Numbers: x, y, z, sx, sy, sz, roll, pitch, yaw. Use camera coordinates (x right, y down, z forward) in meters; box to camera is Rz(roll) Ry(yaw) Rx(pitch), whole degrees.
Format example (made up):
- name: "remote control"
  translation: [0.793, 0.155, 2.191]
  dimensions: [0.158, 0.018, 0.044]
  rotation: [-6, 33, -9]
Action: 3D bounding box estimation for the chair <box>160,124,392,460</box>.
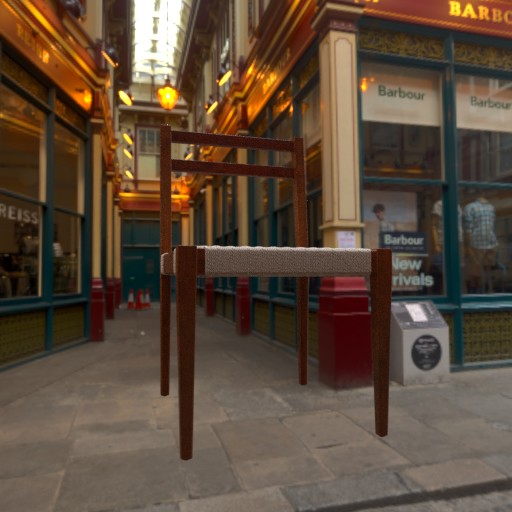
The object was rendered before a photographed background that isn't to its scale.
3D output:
- name: "chair"
  translation: [0.000, 0.000, 1.232]
  dimensions: [0.495, 0.851, 0.569]
  rotation: [1, -2, -16]
